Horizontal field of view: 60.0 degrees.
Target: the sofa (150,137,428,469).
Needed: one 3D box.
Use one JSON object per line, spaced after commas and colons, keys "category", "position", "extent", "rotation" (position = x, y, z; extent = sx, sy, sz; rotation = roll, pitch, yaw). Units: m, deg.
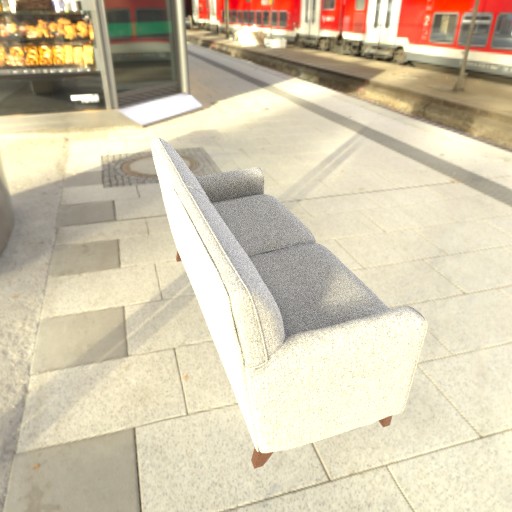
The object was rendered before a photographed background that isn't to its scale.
{"category": "sofa", "position": [0.000, 0.000, 2.529], "extent": [0.854, 0.942, 2.026], "rotation": [-10, 31, -16]}
